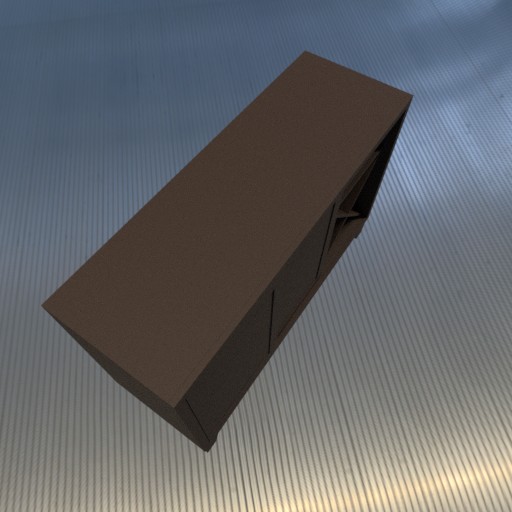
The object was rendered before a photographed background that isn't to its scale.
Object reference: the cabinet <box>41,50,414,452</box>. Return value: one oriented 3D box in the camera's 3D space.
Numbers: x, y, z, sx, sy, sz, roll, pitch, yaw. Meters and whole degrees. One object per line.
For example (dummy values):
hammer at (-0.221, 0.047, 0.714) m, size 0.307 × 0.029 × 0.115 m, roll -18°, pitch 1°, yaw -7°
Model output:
cabinet at (0.000, 0.000, 1.844) m, size 0.482 × 0.914 × 1.396 m, roll 31°, pitch 64°, yaw 17°
